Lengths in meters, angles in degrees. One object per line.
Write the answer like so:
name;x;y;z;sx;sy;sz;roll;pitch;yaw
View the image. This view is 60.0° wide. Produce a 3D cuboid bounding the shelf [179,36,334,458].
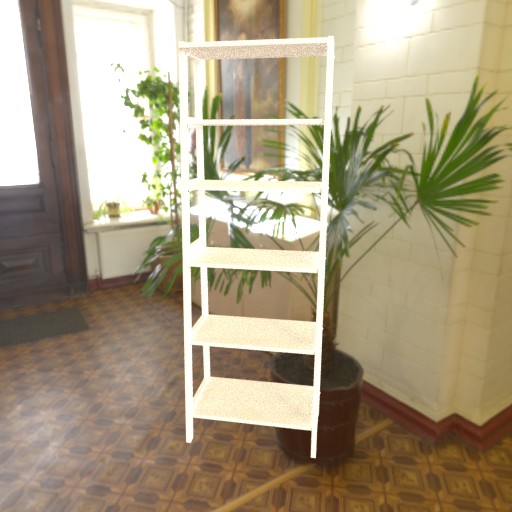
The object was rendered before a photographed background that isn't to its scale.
shelf;0.000;0.000;2.133;0.660;1.892;0.381;3;15;10
